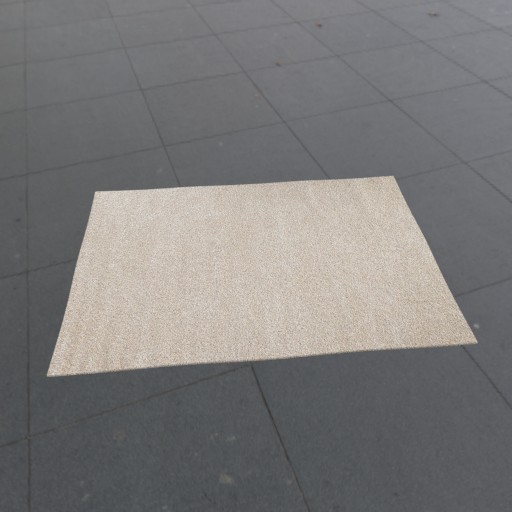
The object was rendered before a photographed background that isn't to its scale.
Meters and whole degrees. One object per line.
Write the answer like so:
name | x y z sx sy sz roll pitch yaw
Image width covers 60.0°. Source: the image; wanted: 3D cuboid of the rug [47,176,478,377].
rug | 0.000 0.000 3.389 2.699 0.025 1.800 -4 46 -3
